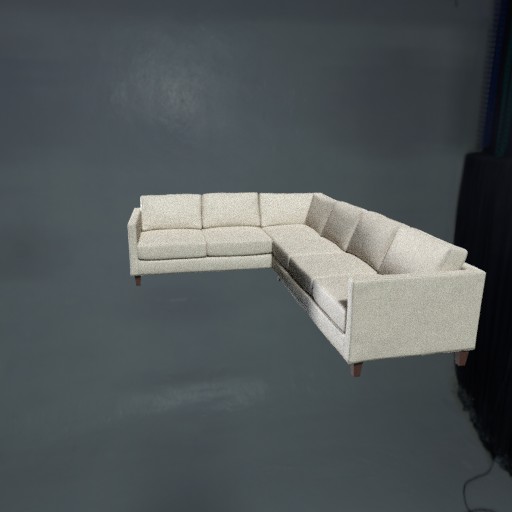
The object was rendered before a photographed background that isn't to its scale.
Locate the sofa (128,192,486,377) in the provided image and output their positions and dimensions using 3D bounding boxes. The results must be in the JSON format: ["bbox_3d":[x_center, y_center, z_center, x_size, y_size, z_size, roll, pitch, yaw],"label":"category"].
[{"bbox_3d":[0.000,0.000,4.203,2.432,0.863,3.182,-3,15,-11],"label":"sofa"}]
